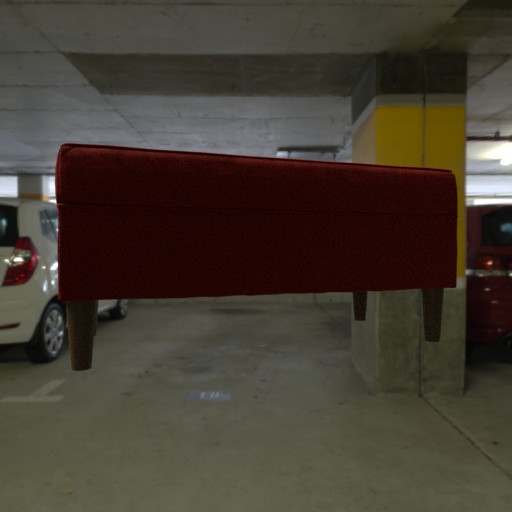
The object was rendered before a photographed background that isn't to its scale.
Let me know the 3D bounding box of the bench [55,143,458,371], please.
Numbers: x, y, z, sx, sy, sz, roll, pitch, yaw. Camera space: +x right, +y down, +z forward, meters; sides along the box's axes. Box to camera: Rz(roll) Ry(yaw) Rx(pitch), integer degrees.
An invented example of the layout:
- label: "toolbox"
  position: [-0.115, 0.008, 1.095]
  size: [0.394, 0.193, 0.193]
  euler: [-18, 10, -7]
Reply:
- label: "bench"
  position: [0.000, 0.000, 1.267]
  size: [1.016, 0.471, 0.492]
  euler: [0, 1, -18]
